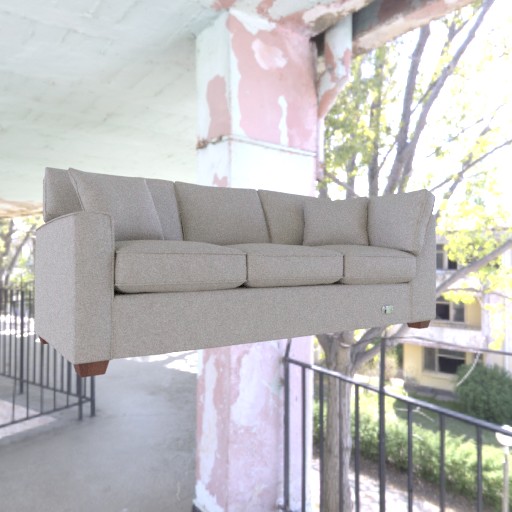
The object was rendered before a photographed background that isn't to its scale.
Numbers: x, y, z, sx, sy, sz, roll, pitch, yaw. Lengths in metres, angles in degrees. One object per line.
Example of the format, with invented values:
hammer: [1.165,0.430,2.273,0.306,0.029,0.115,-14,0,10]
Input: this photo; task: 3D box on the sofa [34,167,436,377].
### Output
sofa: [0.000,0.000,2.706,2.317,0.962,1.061,1,-1,-34]
